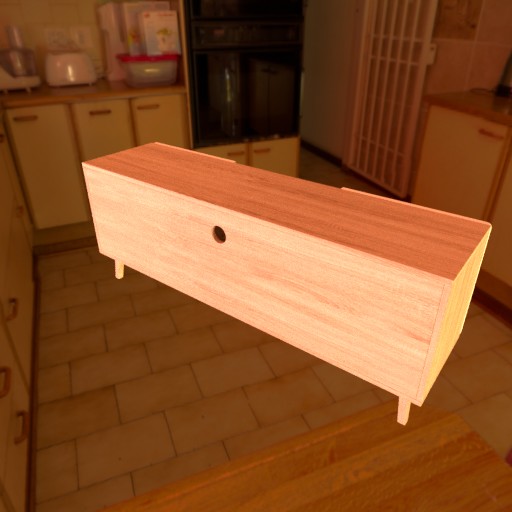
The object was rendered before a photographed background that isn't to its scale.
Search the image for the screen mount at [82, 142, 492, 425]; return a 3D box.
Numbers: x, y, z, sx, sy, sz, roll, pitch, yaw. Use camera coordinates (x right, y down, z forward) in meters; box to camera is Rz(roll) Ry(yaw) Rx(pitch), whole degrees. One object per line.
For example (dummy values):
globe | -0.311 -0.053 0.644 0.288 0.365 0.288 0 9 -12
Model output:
screen mount | 0.000 0.000 1.736 1.500 0.570 0.420 21 36 32
